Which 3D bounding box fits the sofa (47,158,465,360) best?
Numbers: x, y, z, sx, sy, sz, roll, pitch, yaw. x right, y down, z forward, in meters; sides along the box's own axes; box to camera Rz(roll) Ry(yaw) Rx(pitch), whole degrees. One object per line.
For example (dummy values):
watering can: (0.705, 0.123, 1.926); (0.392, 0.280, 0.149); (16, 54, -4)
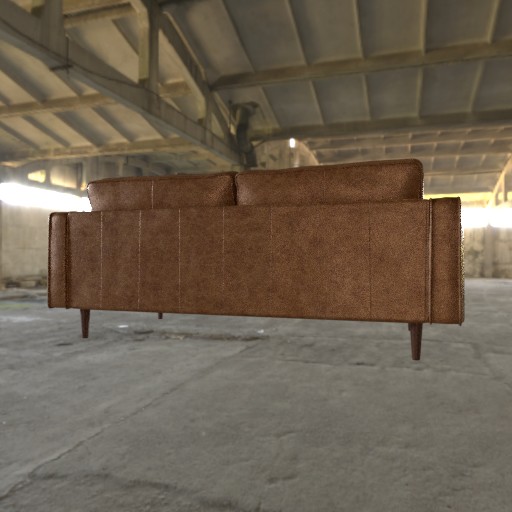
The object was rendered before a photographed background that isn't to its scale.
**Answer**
sofa: (0.000, 0.000, 2.342); (1.920, 0.825, 0.924); (0, 0, 18)
